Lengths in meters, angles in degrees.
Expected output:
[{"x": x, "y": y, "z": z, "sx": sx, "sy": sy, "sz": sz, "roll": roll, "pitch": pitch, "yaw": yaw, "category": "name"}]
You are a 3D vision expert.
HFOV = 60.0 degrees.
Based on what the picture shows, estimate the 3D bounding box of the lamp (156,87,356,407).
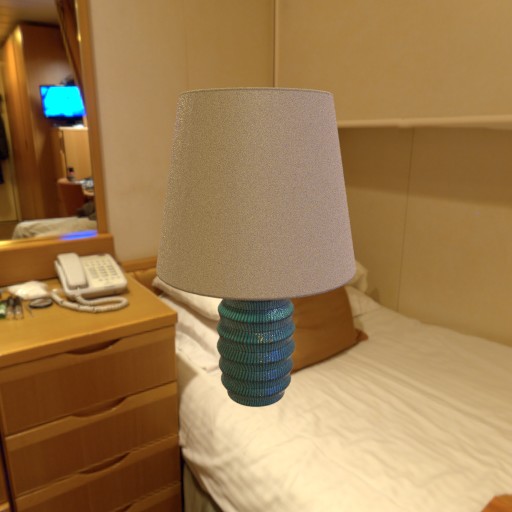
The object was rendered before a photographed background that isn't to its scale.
[{"x": 0.000, "y": 0.000, "z": 0.574, "sx": 0.254, "sy": 0.392, "sz": 0.254, "roll": 0, "pitch": 15, "yaw": 0, "category": "lamp"}]
